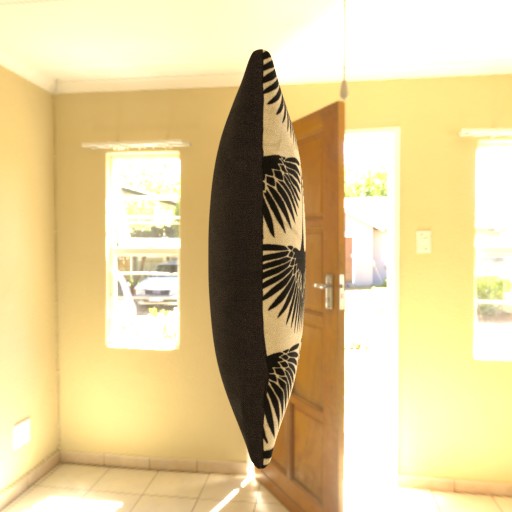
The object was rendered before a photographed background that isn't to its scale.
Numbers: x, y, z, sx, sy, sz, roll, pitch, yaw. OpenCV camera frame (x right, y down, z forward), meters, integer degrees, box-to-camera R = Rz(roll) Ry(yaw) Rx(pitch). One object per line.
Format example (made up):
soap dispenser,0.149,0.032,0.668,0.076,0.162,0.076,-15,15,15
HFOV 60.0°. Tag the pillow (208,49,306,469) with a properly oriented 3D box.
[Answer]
pillow,0.000,0.000,0.665,0.139,0.432,0.432,0,1,-1
